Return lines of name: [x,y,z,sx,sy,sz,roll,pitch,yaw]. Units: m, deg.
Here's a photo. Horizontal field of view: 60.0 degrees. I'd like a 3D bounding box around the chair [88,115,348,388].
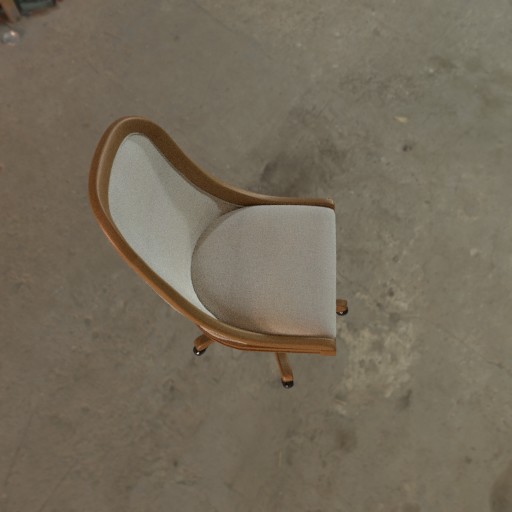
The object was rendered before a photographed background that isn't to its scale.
chair: [0.000,0.000,1.526,0.811,1.009,0.702,4,64,2]
